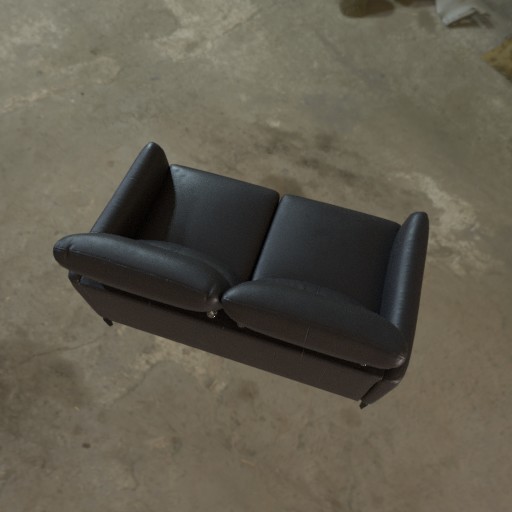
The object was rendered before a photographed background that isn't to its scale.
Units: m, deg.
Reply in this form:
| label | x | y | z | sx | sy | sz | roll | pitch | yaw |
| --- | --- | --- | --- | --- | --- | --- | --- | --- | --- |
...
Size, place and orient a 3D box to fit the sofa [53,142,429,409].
| label | x | y | z | sx | sy | sz | roll | pitch | yaw |
| --- | --- | --- | --- | --- | --- | --- | --- | --- | --- |
| sofa | 0.000 | 0.000 | 2.214 | 1.596 | 0.920 | 0.958 | 16 | 63 | 8 |
